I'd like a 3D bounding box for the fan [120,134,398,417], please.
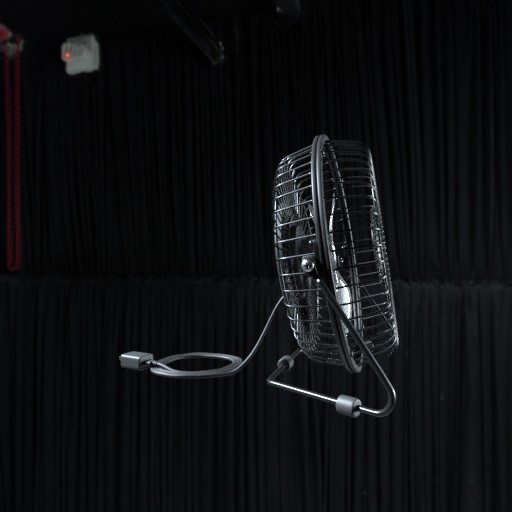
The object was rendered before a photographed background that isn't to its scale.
[{"bbox_3d":[0.000,0.000,0.371,0.227,0.188,0.209,0,0,17],"label":"fan"}]
